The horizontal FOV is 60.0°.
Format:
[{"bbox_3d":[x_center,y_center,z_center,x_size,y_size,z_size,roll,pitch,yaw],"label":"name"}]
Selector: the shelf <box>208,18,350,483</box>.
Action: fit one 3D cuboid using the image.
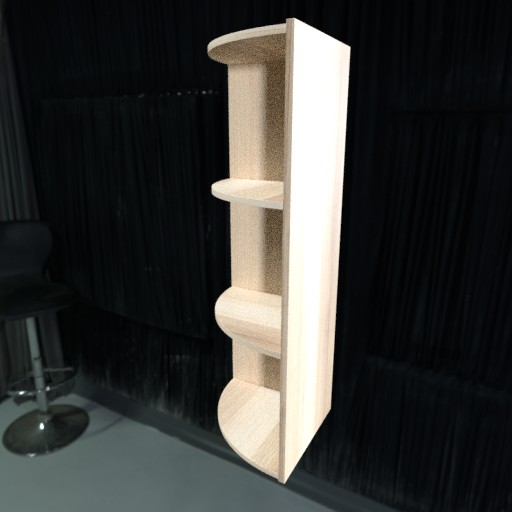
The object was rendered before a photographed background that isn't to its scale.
[{"bbox_3d":[0.000,0.000,0.988,0.290,0.872,0.290,9,18,27],"label":"shelf"}]
